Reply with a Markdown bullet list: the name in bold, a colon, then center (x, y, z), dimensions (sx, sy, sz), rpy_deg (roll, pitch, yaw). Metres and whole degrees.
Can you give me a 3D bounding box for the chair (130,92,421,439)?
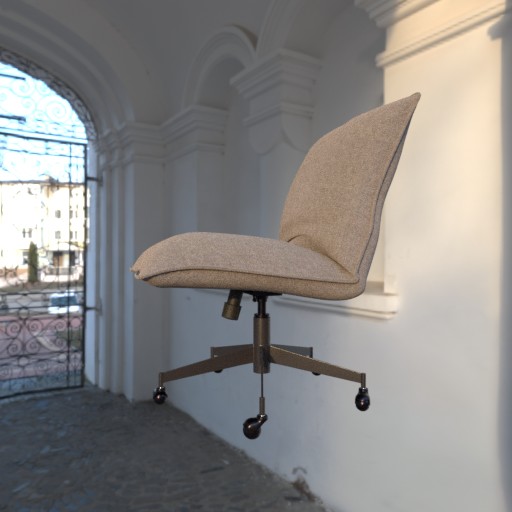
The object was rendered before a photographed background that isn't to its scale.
- **chair**: center (0.000, 0.000, 1.274), dimensions (0.696, 0.811, 0.597), rpy_deg (0, 1, -16)
